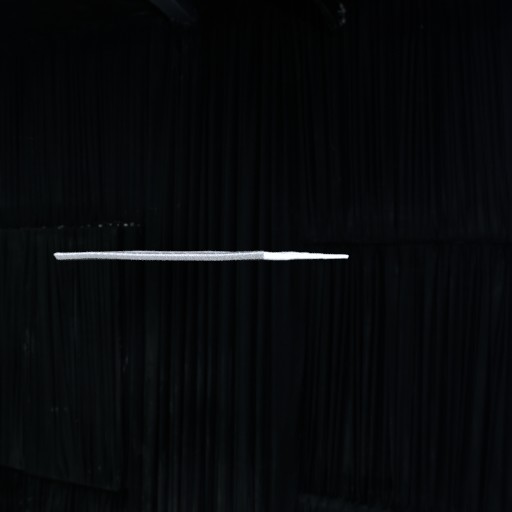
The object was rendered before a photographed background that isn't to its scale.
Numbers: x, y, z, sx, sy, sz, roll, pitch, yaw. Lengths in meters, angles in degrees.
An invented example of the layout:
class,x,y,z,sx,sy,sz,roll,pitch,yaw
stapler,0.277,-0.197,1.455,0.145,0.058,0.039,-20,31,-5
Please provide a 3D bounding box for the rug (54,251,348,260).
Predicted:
class,x,y,z,sx,sy,sz,roll,pitch,yaw
rug,0.000,0.000,2.666,0.832,0.035,2.381,0,0,18
